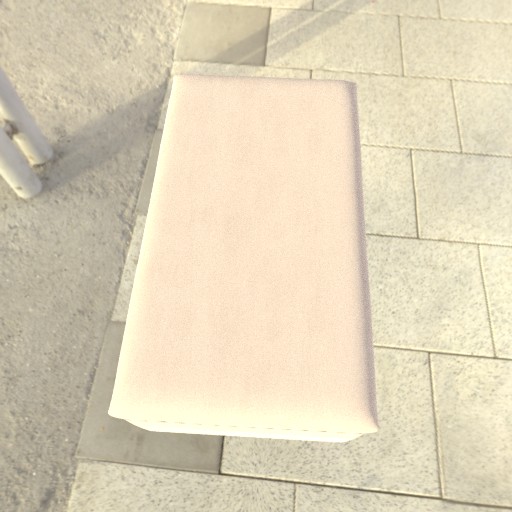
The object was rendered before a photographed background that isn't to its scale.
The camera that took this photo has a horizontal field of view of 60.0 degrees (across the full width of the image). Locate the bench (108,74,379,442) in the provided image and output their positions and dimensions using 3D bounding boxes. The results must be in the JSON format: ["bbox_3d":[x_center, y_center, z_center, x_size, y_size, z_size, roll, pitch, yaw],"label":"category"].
[{"bbox_3d":[0.000,0.000,1.179,0.500,0.449,0.887,3,63,1],"label":"bench"}]
